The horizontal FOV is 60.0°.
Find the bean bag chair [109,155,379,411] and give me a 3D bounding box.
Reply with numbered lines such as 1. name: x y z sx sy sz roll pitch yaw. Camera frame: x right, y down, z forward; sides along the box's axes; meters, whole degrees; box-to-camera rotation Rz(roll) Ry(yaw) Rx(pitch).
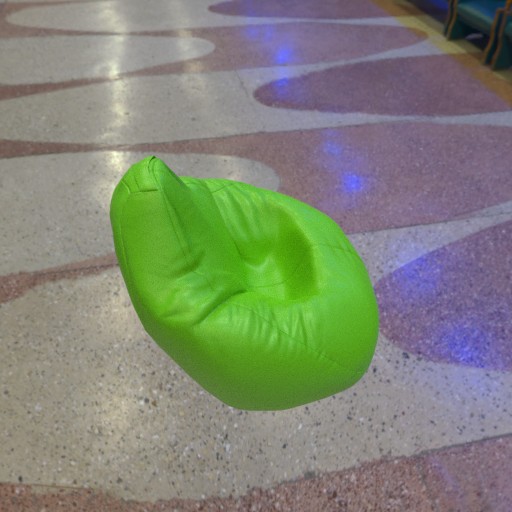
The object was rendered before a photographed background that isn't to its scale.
1. bean bag chair: 0.000 0.000 1.886 1.070 0.990 1.070 -7 47 -7
